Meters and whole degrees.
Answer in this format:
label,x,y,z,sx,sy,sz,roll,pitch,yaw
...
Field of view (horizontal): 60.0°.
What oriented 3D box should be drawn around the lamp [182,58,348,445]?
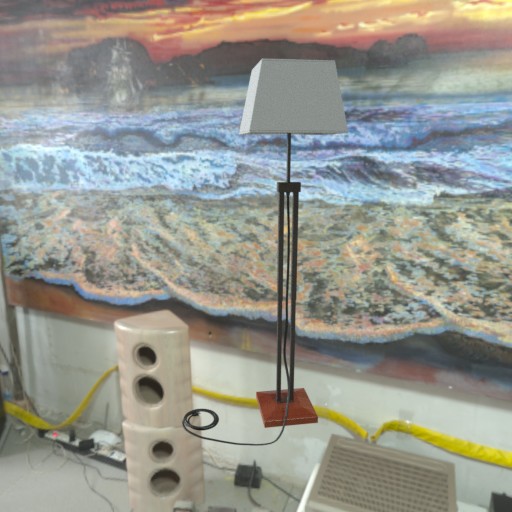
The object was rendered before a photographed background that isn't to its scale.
label,x,y,z,sx,sy,sz,roll,pitch,yaw
lamp,0.000,0.000,2.056,0.745,1.712,0.472,-2,14,-8
